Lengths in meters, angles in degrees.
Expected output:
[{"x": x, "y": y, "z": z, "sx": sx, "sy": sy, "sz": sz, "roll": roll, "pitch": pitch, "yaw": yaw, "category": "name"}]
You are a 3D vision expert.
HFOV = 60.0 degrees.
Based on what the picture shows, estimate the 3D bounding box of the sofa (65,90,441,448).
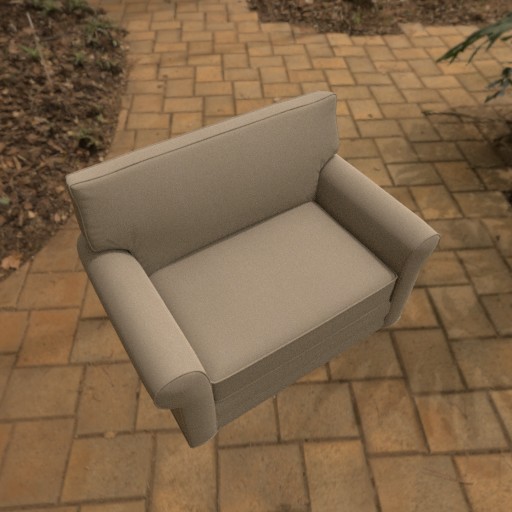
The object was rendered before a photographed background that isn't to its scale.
[{"x": 0.000, "y": 0.000, "z": 2.065, "sx": 1.405, "sy": 1.006, "sz": 0.937, "roll": -26, "pitch": 53, "yaw": -21, "category": "sofa"}]
